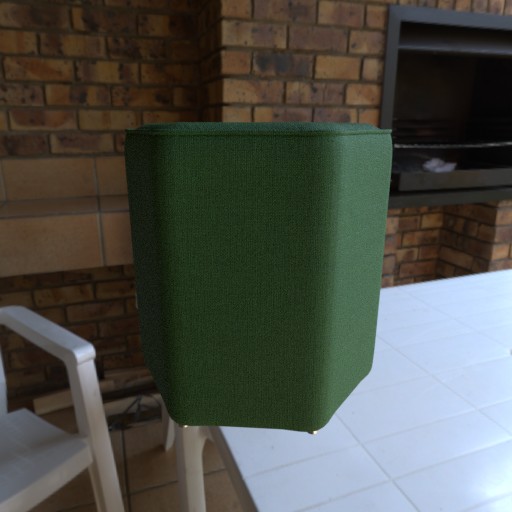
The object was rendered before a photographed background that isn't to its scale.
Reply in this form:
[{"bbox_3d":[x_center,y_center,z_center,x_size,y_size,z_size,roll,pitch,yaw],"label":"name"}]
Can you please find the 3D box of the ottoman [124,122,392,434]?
[{"bbox_3d":[0.000,0.000,0.883,0.444,0.507,0.499,-8,18,-24],"label":"ottoman"}]
